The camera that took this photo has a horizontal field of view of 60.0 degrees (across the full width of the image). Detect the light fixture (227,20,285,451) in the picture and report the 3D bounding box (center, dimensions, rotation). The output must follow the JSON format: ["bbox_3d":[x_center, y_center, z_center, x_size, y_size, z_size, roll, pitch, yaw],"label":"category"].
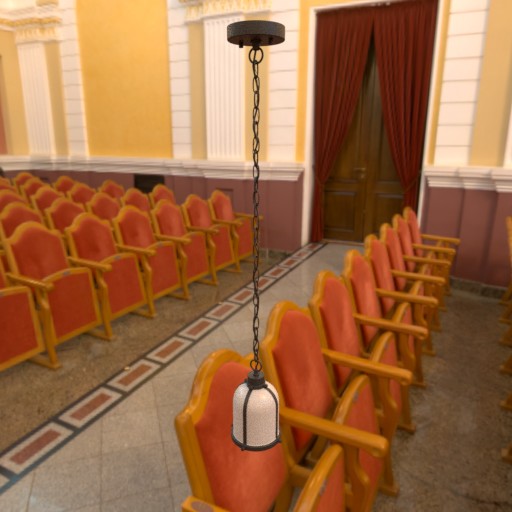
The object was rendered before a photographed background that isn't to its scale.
[{"bbox_3d":[0.000,0.000,1.259,0.178,1.181,0.178,8,17,27],"label":"light fixture"}]
